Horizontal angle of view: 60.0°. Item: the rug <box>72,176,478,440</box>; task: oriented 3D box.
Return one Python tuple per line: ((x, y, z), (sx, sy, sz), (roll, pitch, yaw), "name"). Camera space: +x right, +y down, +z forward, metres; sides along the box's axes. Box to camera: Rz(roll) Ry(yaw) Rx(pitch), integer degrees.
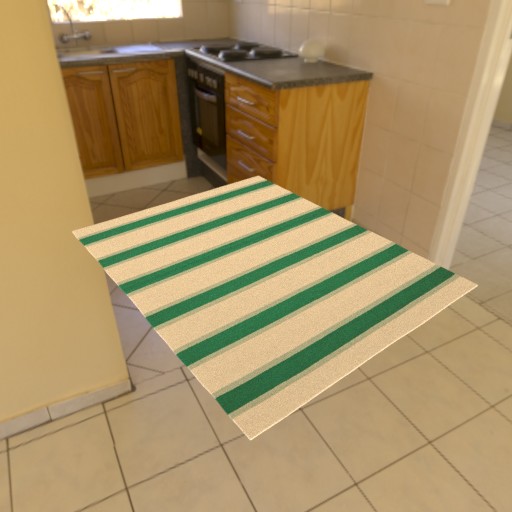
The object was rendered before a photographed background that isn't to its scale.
((0.000, 0.000, 4.153), (2.434, 0.019, 3.041), (-23, 39, -31), "rug")
